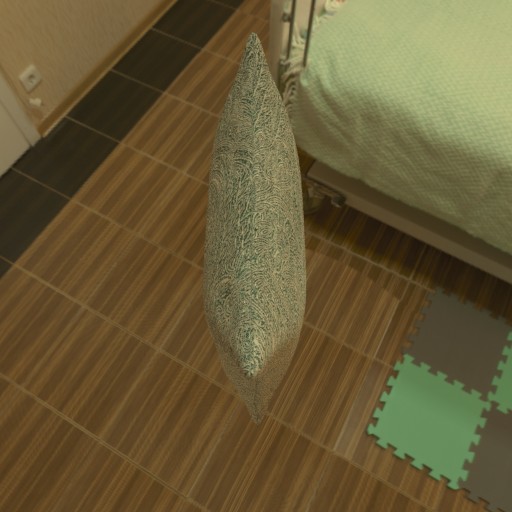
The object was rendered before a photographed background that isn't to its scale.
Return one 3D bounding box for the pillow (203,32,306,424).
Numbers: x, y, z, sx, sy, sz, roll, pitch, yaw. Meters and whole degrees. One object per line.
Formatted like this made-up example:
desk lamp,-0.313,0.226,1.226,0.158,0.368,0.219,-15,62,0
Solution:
pillow,0.000,0.000,0.798,0.166,0.507,0.526,0,64,0
